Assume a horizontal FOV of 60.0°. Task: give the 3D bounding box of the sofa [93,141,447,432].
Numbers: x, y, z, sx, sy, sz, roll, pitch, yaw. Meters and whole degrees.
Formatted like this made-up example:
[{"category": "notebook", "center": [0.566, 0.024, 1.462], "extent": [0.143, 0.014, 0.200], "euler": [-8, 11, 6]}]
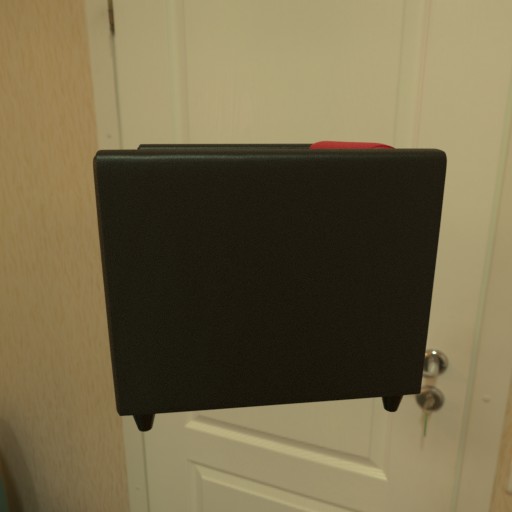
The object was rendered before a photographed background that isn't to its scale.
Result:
[{"category": "sofa", "center": [0.000, 0.000, 1.451], "extent": [0.809, 0.724, 0.839], "euler": [-2, 15, -7]}]
